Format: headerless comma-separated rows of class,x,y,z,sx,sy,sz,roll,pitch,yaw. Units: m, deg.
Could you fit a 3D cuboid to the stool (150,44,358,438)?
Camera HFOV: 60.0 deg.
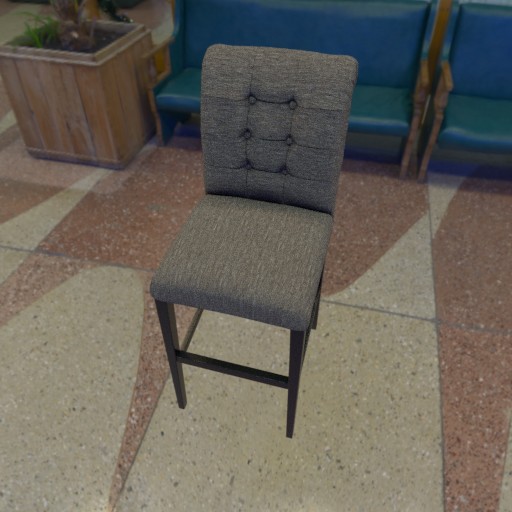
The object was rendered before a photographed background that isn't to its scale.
stool,0.000,0.000,1.447,0.452,1.131,0.613,11,43,12
